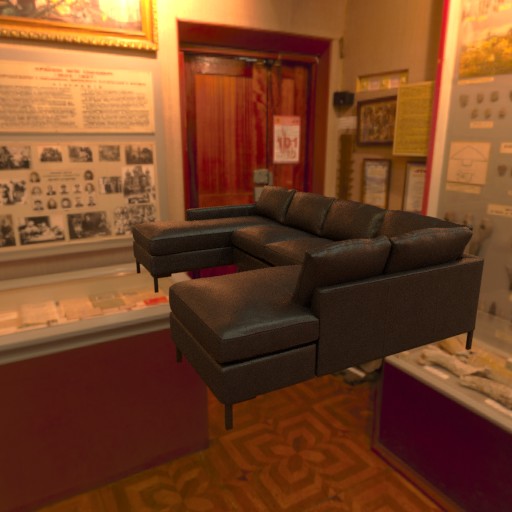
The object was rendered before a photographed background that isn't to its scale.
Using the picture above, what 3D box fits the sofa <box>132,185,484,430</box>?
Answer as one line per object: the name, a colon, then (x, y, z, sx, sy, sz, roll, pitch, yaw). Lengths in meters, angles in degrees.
sofa: (0.000, 0.000, 3.788, 1.939, 0.900, 2.956, -8, 17, -27)
